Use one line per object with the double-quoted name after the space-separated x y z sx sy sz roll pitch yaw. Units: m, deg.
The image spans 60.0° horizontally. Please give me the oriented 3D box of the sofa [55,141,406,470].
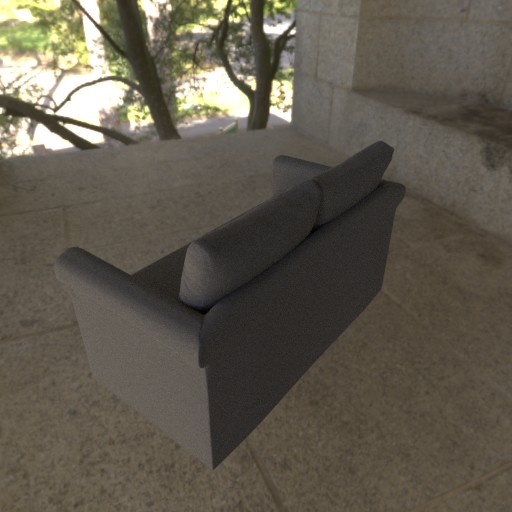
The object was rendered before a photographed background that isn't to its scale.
0.000 0.000 1.987 0.741 0.872 1.460 22 38 32 "sofa"
